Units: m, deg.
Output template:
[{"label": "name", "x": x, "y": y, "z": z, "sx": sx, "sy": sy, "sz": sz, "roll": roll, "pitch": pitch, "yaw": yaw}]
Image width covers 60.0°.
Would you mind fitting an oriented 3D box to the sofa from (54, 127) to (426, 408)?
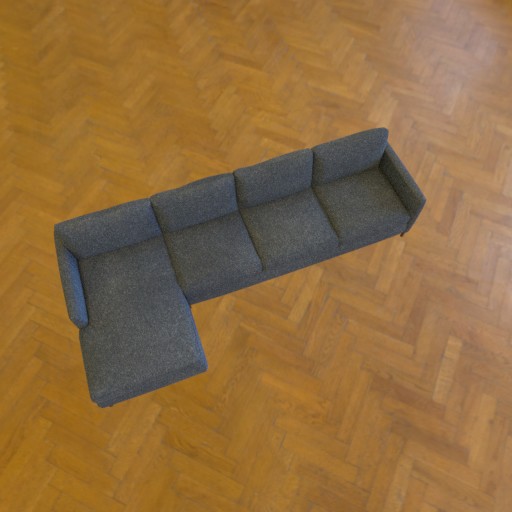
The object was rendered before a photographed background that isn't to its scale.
[{"label": "sofa", "x": 0.000, "y": 0.000, "z": 3.554, "sx": 2.932, "sy": 0.810, "sz": 1.350, "roll": -18, "pitch": 63, "yaw": -10}]
